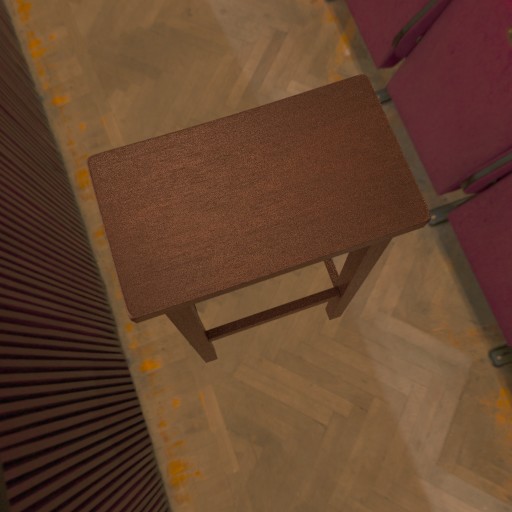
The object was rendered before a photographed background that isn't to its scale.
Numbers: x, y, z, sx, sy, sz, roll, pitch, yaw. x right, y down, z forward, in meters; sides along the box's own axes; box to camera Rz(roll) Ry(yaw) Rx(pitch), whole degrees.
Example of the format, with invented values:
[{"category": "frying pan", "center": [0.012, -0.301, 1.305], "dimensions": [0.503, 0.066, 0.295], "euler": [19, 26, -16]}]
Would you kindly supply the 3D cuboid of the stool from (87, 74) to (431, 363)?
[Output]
[{"category": "stool", "center": [0.000, 0.000, 0.940], "dimensions": [0.406, 0.742, 0.322], "euler": [-18, 77, -4]}]
